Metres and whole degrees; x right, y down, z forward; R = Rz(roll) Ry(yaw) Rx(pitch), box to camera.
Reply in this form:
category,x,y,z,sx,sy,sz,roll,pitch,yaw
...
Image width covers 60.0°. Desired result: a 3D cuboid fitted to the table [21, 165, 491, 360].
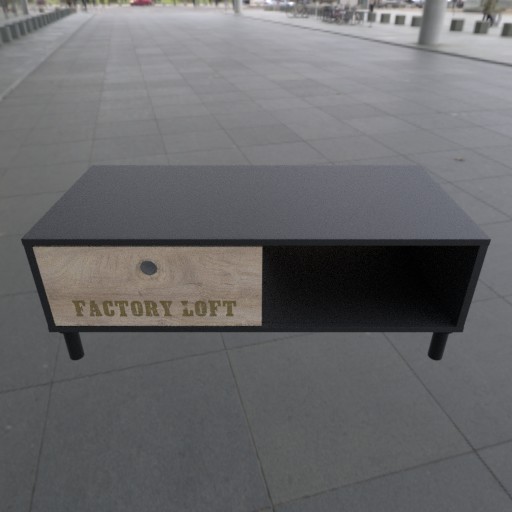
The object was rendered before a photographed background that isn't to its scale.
category,x,y,z,sx,sy,sz,roll,pitch,yaw
table,0.000,0.000,1.364,1.100,0.400,0.550,0,30,0
